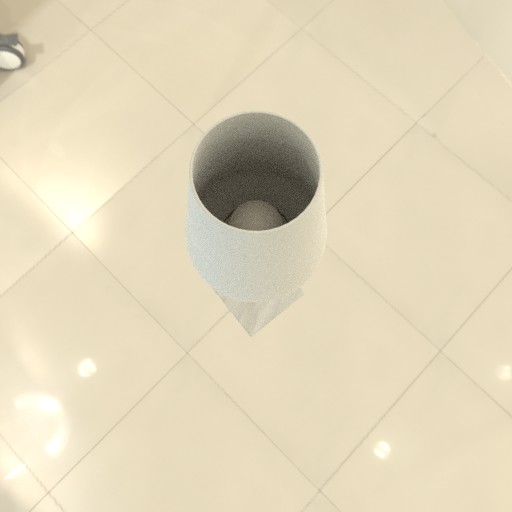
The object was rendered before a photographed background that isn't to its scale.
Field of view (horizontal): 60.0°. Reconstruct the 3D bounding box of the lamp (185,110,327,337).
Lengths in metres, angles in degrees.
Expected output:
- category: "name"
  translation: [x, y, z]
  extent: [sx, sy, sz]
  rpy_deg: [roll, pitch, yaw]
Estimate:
- category: "lamp"
  translation: [0.000, 0.000, 0.695]
  extent: [0.181, 0.639, 0.181]
  rpy_deg: [-38, 79, -8]
